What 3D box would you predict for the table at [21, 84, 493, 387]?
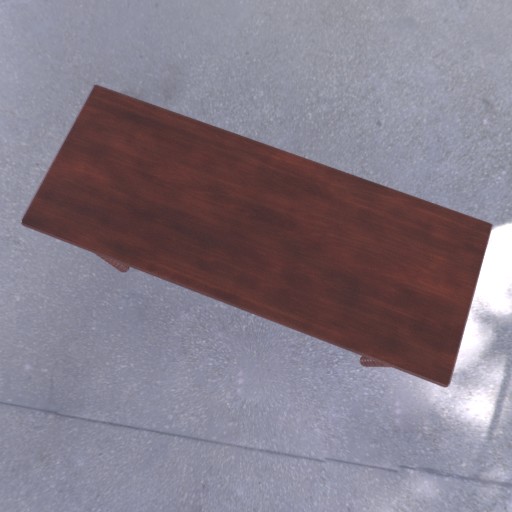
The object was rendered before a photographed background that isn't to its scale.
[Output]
[{"bbox_3d":[0.000,0.000,1.536,1.184,0.740,0.459,21,77,5],"label":"table"}]
